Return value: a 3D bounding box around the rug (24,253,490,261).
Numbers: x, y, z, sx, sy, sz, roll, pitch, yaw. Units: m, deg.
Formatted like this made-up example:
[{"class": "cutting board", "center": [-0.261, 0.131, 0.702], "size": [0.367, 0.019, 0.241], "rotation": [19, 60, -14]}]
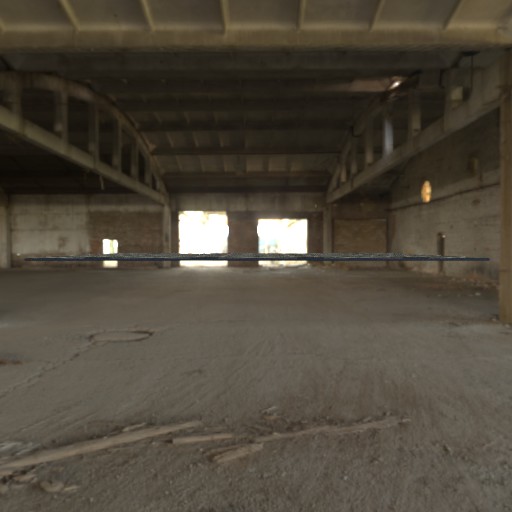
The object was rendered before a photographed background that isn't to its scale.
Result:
[{"class": "rug", "center": [0.000, 0.000, 2.919], "size": [2.290, 0.014, 1.526], "rotation": [0, 1, -1]}]
